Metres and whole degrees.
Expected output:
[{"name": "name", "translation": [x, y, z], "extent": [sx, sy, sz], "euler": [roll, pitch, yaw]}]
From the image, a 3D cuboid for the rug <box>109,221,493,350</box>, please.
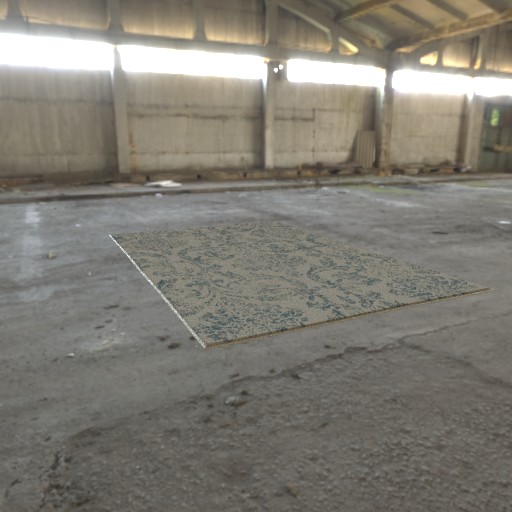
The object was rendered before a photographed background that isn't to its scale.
[{"name": "rug", "translation": [0.000, 0.000, 2.306], "extent": [1.213, 0.012, 1.831], "euler": [-7, 15, -25]}]
